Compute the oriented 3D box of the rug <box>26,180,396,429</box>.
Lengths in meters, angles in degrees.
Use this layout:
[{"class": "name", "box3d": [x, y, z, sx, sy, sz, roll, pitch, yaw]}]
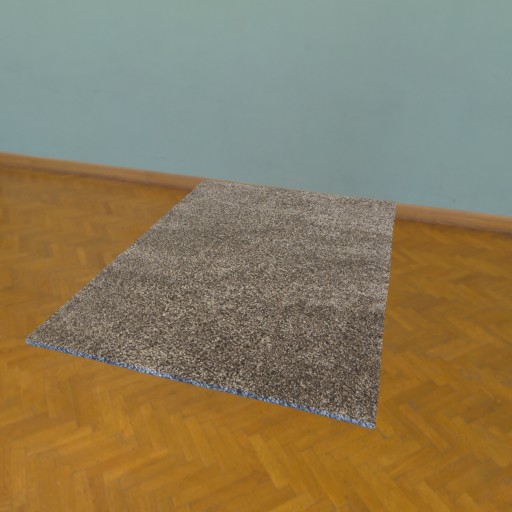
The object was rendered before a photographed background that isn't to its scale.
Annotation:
[{"class": "rug", "box3d": [0.000, 0.000, 2.054, 1.198, 0.025, 1.601, 9, 32, 15]}]
